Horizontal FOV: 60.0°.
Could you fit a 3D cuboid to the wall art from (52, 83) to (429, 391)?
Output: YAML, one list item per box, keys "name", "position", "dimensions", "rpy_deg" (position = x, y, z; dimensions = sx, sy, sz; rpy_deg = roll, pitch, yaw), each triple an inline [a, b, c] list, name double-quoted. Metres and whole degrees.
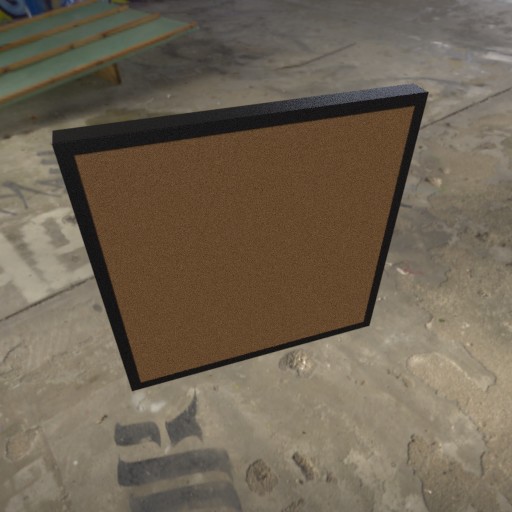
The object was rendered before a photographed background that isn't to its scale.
- name: "wall art"
  position: [0.000, 0.000, 0.746]
  dimensions: [0.506, 0.506, 0.037]
  rpy_deg: [-12, 42, -14]
